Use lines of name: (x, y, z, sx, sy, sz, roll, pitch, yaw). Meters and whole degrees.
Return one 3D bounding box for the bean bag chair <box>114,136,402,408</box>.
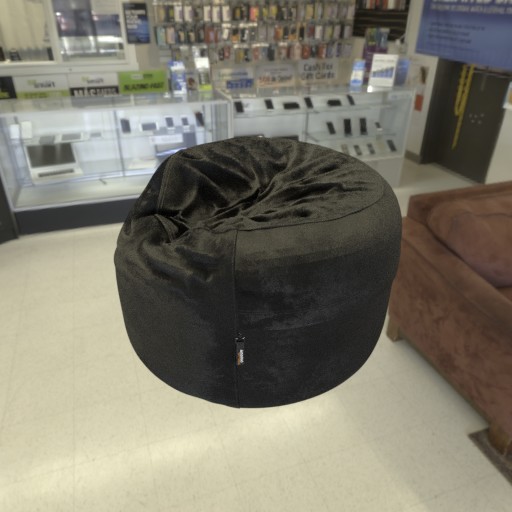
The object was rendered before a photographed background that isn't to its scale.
bean bag chair: (0.000, 0.000, 1.496, 0.918, 0.605, 0.918, 0, 31, 0)
